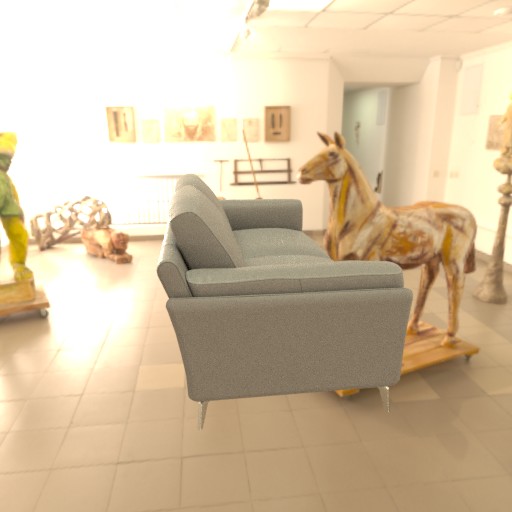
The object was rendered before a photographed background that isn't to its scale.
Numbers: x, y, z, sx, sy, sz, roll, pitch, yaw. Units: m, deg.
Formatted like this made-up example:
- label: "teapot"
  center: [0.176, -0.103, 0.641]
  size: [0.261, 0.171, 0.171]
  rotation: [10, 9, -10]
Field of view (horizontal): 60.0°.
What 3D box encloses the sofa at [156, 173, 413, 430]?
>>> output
- label: "sofa"
  center: [0.000, 0.000, 2.776]
  size: [1.049, 0.930, 2.101]
  rotation: [-2, 16, -8]
